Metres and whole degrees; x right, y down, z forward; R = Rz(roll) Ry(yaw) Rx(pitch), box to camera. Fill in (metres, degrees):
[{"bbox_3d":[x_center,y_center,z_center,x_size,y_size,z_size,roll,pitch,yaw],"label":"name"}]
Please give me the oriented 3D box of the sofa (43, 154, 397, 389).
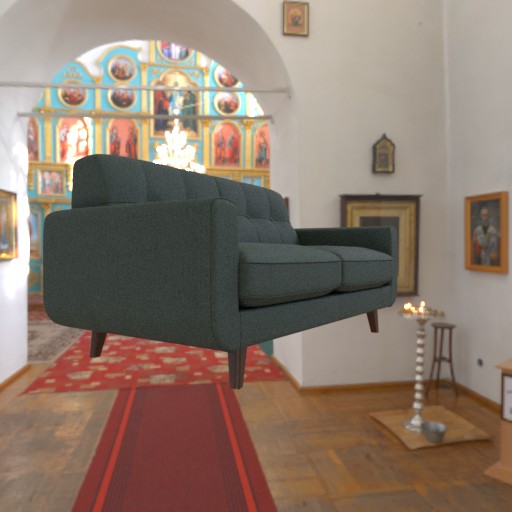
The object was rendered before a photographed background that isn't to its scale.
[{"bbox_3d":[0.000,0.000,2.135,0.909,0.841,1.631,0,0,35],"label":"sofa"}]
